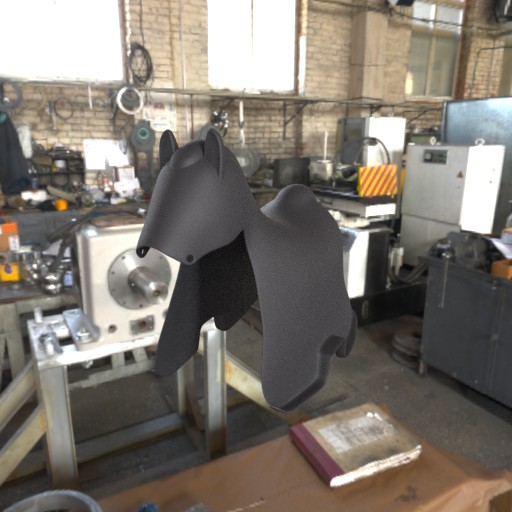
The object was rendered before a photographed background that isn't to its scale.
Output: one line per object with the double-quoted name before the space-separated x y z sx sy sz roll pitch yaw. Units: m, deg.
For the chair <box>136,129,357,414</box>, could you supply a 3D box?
"chair" 0.000 0.000 1.128 0.429 0.612 0.800 8 17 27
